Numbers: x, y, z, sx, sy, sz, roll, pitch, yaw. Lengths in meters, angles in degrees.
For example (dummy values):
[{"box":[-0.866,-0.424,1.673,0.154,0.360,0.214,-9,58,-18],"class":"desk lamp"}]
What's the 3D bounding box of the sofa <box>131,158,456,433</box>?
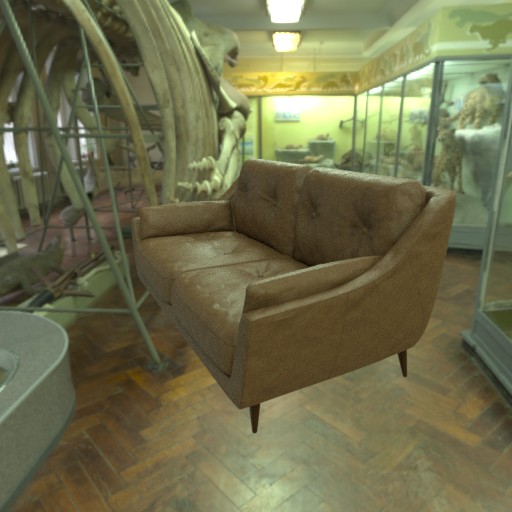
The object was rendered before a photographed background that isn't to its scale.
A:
[{"box":[0.000,0.000,2.277,0.981,0.886,1.731,-8,18,-25],"class":"sofa"}]
